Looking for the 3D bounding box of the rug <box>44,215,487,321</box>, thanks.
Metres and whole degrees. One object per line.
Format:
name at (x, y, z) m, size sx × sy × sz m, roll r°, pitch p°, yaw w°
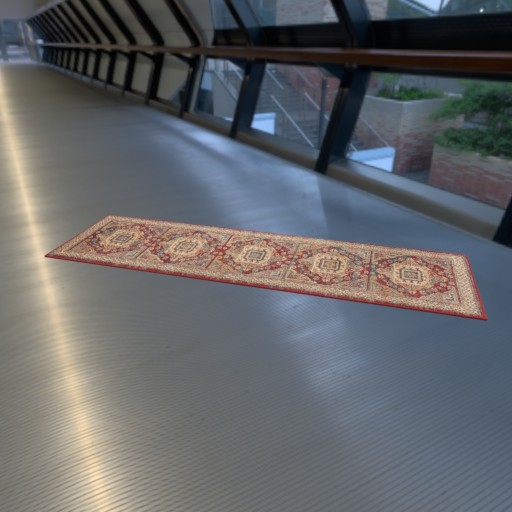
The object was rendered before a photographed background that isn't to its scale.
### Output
rug at (0.000, 0.000, 2.501) m, size 2.292 × 0.015 × 0.659 m, roll 7°, pitch 28°, yaw 14°
